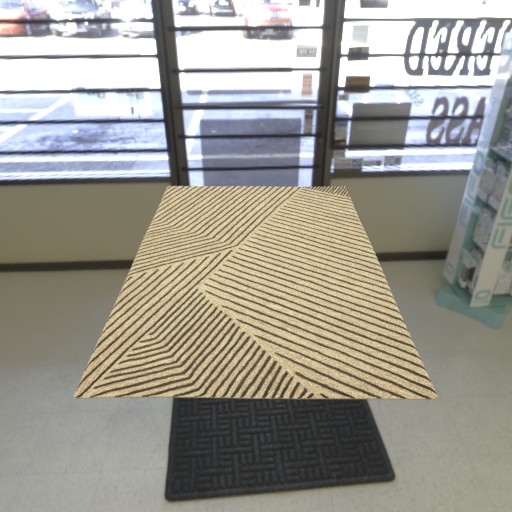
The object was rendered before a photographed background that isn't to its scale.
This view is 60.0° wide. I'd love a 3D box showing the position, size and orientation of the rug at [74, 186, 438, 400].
[{"bbox_3d":[0.000,0.000,2.281,1.237,0.019,1.842,0,31,0],"label":"rug"}]
